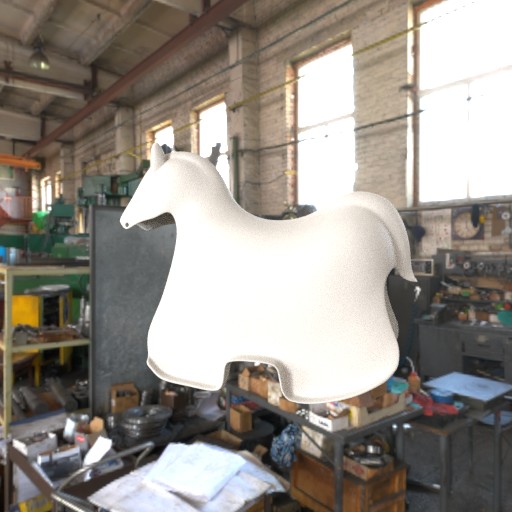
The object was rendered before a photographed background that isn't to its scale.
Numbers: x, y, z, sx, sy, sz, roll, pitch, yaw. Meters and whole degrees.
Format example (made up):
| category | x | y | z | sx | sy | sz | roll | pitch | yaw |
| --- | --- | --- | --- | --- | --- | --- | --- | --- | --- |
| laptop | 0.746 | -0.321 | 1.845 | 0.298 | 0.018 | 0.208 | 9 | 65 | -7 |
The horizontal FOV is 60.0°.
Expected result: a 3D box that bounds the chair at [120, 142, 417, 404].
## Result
| category | x | y | z | sx | sy | sz | roll | pitch | yaw |
| --- | --- | --- | --- | --- | --- | --- | --- | --- | --- |
| chair | 0.000 | 0.000 | 1.168 | 0.800 | 0.612 | 0.429 | 0 | 1 | 18 |
